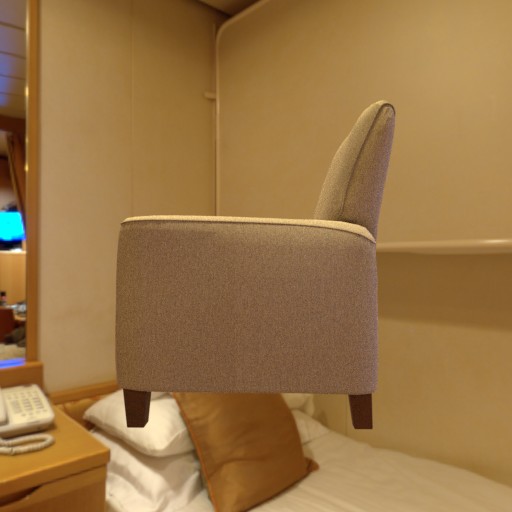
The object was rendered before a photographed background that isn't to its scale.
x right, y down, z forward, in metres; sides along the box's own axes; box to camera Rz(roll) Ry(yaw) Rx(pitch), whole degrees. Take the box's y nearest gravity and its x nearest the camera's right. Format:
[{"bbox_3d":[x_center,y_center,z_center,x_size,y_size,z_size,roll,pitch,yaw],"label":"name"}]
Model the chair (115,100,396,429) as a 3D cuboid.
[{"bbox_3d":[0.000,0.000,1.668,0.864,1.014,0.848,0,0,1],"label":"chair"}]
